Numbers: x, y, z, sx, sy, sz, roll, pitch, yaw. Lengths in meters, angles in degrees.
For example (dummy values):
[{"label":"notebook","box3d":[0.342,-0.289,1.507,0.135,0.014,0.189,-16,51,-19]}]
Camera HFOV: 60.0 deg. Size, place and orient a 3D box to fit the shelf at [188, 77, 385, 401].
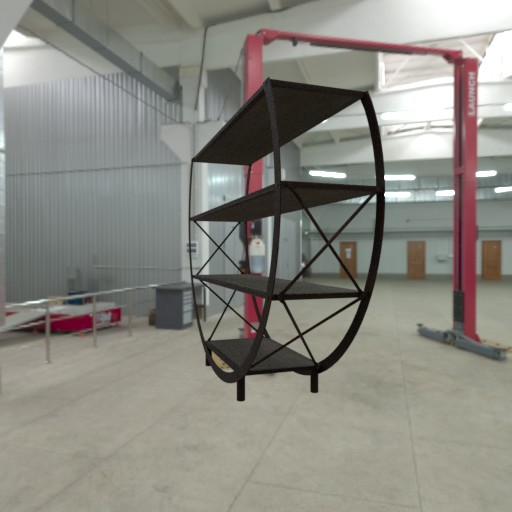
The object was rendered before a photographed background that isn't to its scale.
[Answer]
[{"label":"shelf","box3d":[0.000,0.000,1.936,0.344,1.063,1.403,0,0,-19]}]
